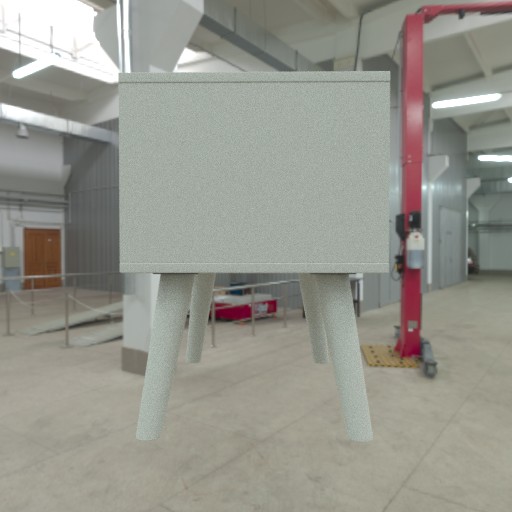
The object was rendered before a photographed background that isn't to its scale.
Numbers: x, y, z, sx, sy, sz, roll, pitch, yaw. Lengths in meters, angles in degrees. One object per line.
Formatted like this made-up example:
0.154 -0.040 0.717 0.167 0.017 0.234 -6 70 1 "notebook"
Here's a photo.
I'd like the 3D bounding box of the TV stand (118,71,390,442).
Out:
0.000 0.000 0.919 0.405 0.559 0.508 0 1 1 "TV stand"
